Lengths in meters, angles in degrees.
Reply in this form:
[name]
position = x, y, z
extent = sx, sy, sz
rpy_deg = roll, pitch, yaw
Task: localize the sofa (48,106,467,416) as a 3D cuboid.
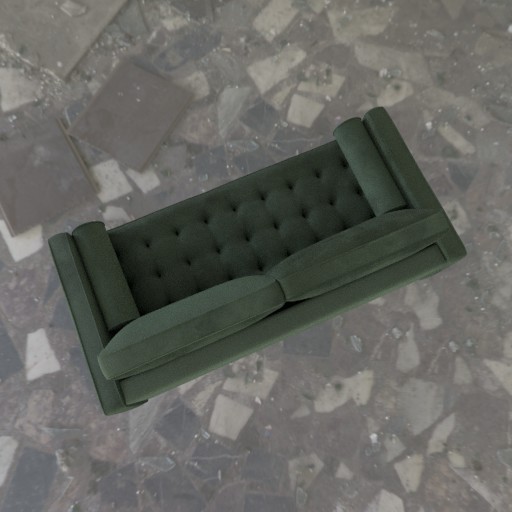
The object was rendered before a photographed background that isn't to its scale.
[sofa]
position = 0.000, 0.000, 2.320
extent = 1.880, 0.772, 0.916
rpy_deg = -23, 77, -6
